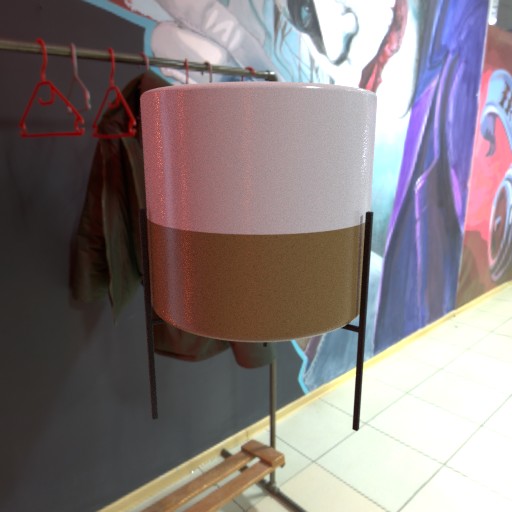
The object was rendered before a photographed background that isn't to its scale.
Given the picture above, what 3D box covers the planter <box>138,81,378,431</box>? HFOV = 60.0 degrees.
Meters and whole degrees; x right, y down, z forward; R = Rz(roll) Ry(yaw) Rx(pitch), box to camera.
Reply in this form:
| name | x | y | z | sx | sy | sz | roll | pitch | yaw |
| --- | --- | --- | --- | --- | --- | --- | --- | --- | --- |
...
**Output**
| name | x | y | z | sx | sy | sz | roll | pitch | yaw |
| --- | --- | --- | --- | --- | --- | --- | --- | --- | --- |
| planter | 0.000 | 0.000 | 0.633 | 0.310 | 0.432 | 0.310 | -2 | 15 | -9 |
